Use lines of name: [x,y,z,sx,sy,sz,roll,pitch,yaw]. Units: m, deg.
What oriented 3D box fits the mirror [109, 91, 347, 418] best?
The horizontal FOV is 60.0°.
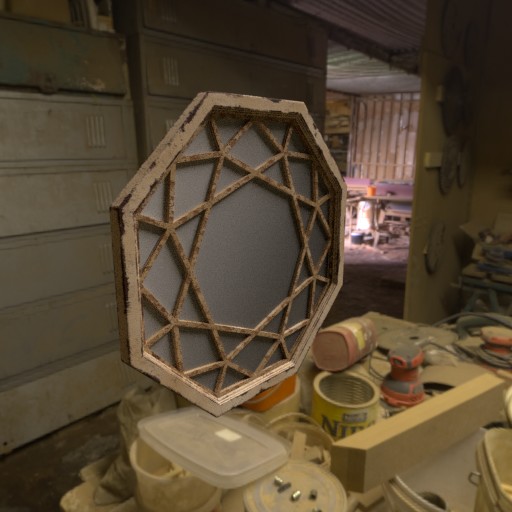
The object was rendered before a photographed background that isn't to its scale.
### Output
mirror: [0.000,0.000,0.957,0.031,0.648,0.648,13,18,42]
